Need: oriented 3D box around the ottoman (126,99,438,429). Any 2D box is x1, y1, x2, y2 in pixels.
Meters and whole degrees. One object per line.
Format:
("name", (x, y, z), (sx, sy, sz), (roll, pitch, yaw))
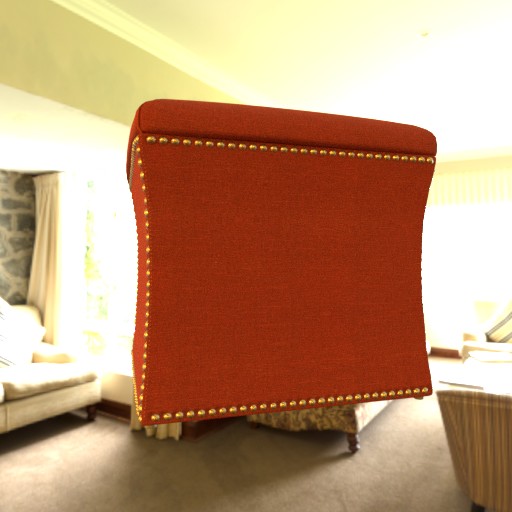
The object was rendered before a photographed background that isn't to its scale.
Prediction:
("ottoman", (0.000, 0.000, 0.883), (0.497, 0.475, 0.507), (0, 0, -17))
